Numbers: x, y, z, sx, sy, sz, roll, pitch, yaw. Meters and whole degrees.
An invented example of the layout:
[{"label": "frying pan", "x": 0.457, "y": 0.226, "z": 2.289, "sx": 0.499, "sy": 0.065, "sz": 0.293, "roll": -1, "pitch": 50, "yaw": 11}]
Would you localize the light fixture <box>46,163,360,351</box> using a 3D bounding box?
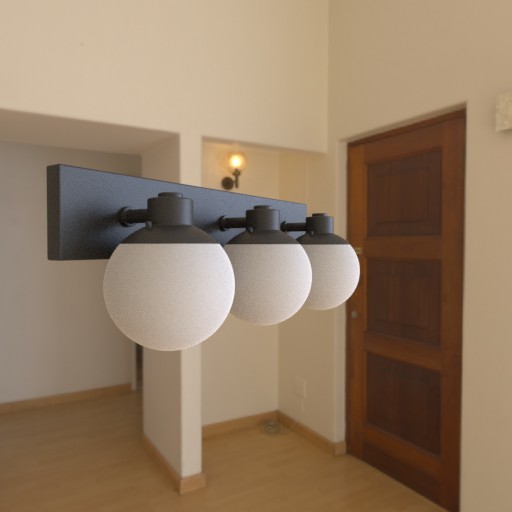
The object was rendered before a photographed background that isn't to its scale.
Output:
[{"label": "light fixture", "x": 0.000, "y": 0.000, "z": 0.857, "sx": 0.218, "sy": 0.263, "sz": 0.721, "roll": 1, "pitch": 2, "yaw": 34}]
